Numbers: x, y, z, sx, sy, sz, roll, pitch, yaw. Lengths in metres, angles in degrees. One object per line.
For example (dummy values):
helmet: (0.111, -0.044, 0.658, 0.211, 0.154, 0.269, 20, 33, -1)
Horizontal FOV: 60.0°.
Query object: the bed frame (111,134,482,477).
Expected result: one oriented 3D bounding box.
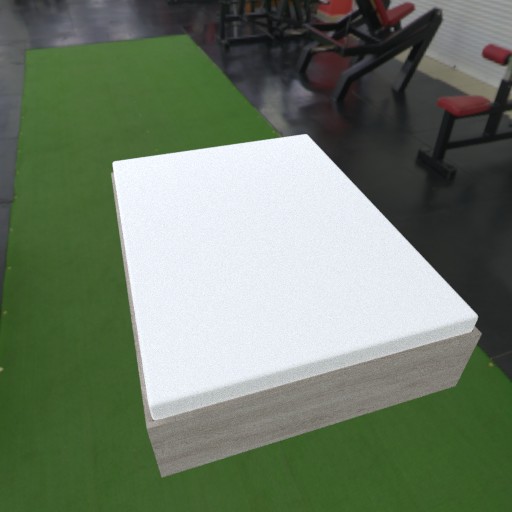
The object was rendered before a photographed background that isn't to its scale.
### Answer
bed frame: (0.000, 0.000, 2.570, 1.448, 0.490, 1.944, -12, 41, -14)
